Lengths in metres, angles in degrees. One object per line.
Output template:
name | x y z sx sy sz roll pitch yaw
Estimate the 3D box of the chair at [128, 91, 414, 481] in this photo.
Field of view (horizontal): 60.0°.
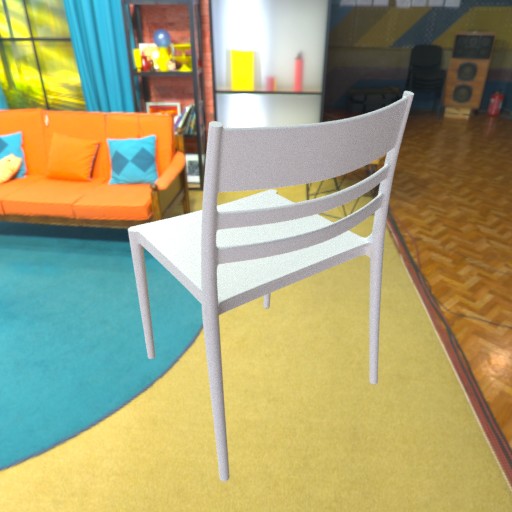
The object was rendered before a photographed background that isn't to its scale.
chair | 0.000 0.000 1.117 0.531 0.800 0.511 -20 35 -30
